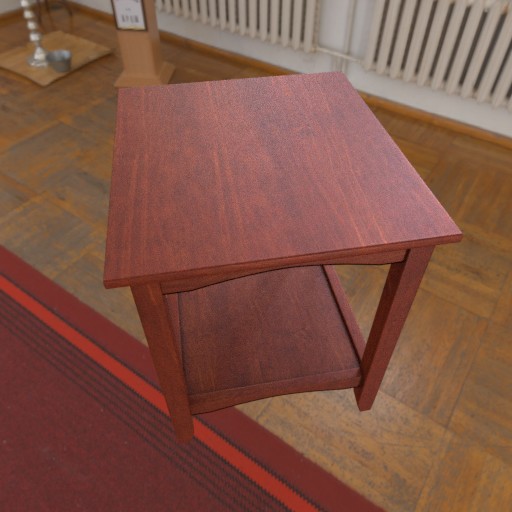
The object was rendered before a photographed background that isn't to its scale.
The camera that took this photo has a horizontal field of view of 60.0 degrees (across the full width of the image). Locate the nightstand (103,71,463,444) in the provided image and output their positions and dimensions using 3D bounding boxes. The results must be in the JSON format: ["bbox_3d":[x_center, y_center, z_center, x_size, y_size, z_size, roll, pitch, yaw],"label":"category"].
[{"bbox_3d":[0.000,0.000,0.989,0.501,0.558,0.558,-7,46,-7],"label":"nightstand"}]
